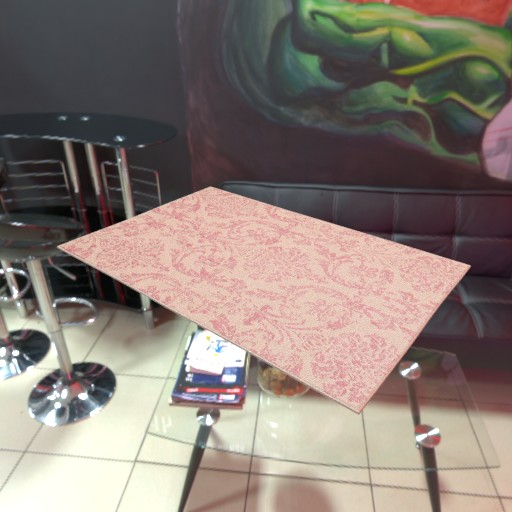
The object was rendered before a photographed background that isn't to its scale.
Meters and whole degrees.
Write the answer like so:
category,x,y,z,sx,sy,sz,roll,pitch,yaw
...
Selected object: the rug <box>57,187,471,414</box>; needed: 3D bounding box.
category,x,y,z,sx,sy,sz,roll,pitch,yaw
rug,0.000,0.000,2.351,1.839,0.012,1.219,21,36,33
